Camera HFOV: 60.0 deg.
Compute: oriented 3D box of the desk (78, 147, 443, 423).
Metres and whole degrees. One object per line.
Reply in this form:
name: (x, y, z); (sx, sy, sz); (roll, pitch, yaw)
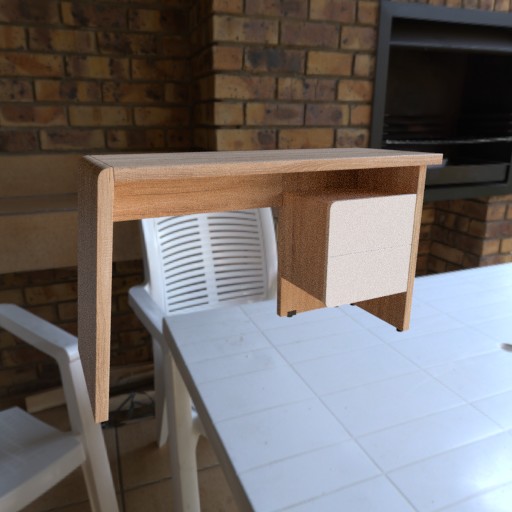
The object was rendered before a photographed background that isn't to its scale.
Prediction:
desk: (0.000, 0.000, 1.686); (1.300, 0.750, 0.500); (-8, 18, -25)
